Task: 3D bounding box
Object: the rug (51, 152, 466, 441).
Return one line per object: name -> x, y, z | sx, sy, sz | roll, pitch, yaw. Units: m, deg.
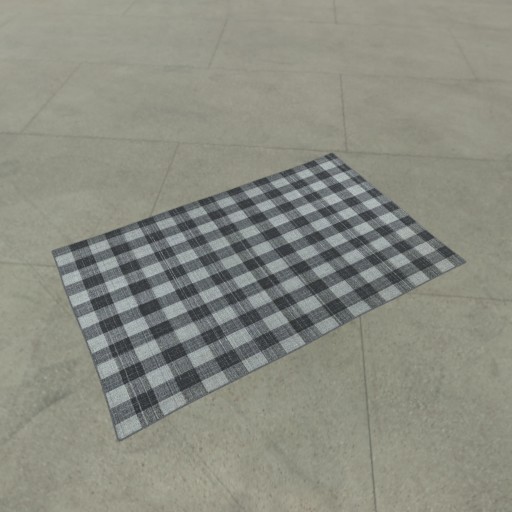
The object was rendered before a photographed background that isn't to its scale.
rug -> 0.000, 0.000, 3.102 | 2.476, 0.011, 1.554 | -23, 50, -20
